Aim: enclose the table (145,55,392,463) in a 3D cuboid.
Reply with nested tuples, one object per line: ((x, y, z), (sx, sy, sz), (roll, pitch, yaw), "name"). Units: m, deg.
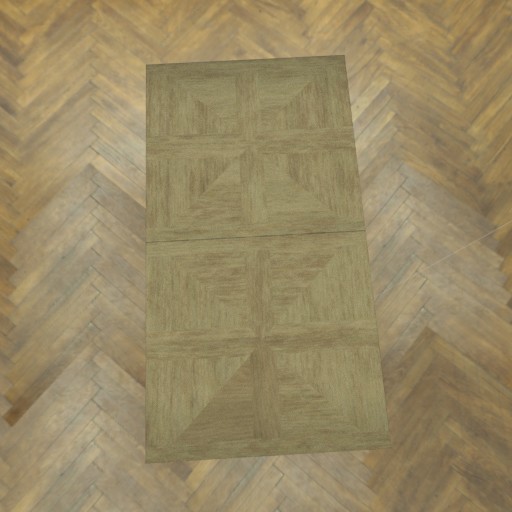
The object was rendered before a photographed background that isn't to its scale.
((0.000, 0.000, 2.418), (1.016, 0.768, 1.881), (-3, 76, -1), "table")
